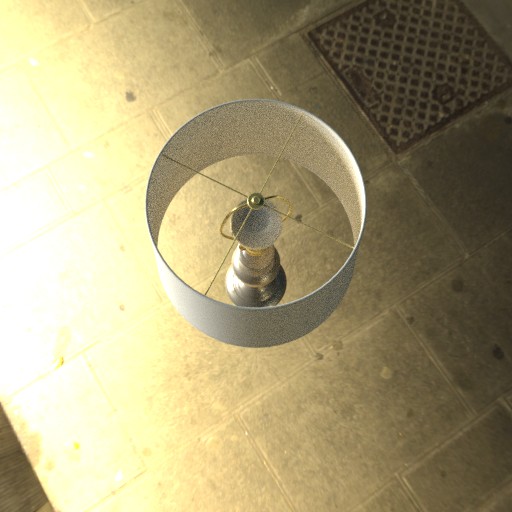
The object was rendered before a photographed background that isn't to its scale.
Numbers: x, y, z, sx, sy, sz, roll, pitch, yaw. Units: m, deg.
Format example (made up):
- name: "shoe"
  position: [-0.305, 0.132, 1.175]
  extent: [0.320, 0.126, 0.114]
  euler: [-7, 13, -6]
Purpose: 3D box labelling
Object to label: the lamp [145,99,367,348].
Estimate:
- name: "lamp"
  position: [0.000, 0.000, 0.805]
  extent: [0.328, 0.612, 0.328]
  euler: [0, 78, 0]
